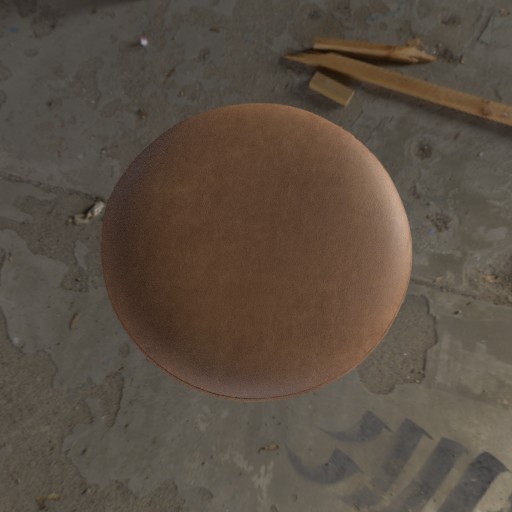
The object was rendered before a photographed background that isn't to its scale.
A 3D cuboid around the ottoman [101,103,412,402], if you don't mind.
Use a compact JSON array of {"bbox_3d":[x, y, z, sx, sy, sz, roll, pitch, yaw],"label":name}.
[{"bbox_3d":[0.000,0.000,1.254,0.771,0.460,0.771,0,75,0],"label":"ottoman"}]
